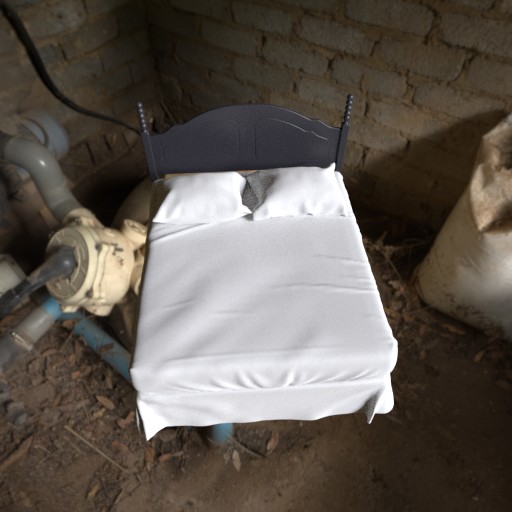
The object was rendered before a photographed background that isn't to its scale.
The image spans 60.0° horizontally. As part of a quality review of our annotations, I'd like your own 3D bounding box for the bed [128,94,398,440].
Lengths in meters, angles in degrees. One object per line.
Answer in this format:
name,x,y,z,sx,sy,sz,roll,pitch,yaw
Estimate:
bed,0.000,0.000,3.188,1.873,1.356,2.040,-3,49,-3
